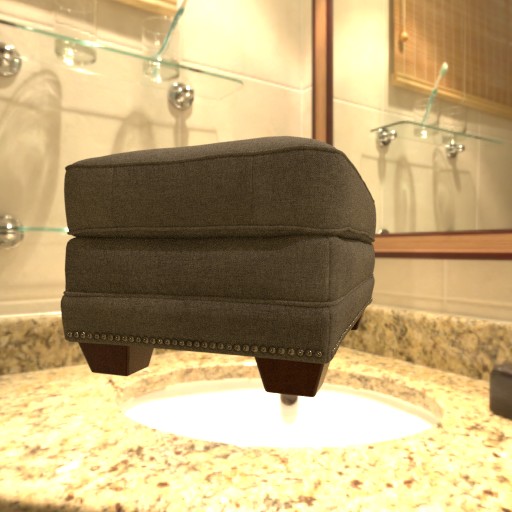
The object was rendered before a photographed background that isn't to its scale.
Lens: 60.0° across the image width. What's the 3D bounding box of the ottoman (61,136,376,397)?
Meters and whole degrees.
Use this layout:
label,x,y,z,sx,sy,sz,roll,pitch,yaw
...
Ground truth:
label,x,y,z,sx,sy,sz,roll,pitch,yaw
ottoman,0.000,0.000,1.141,0.561,0.457,0.813,0,1,19
